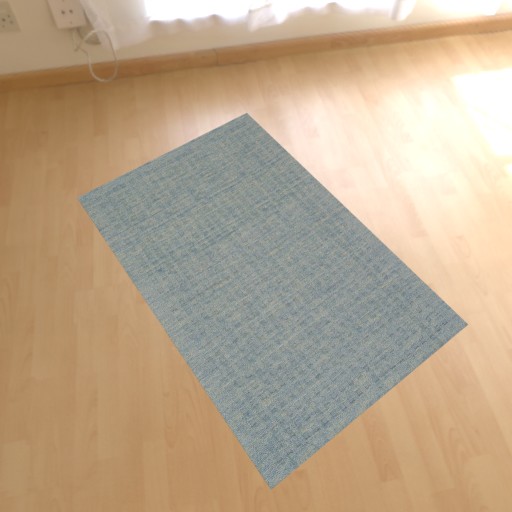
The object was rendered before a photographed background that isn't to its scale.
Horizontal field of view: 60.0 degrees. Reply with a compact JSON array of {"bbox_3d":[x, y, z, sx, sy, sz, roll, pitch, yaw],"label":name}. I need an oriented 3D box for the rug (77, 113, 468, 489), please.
[{"bbox_3d":[0.000,0.000,2.234,1.142,0.006,1.752,-32,64,-18],"label":"rug"}]
